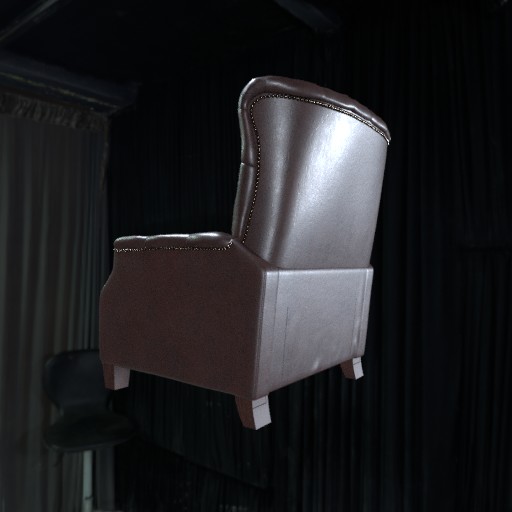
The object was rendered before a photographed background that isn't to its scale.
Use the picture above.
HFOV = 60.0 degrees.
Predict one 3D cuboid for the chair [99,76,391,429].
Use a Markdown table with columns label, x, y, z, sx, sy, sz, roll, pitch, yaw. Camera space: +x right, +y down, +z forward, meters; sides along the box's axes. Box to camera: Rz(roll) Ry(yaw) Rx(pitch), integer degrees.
| label | x | y | z | sx | sy | sz | roll | pitch | yaw |
| --- | --- | --- | --- | --- | --- | --- | --- | --- | --- |
| chair | 0.000 | 0.000 | 1.502 | 0.823 | 0.864 | 0.709 | -1 | -1 | 37 |
